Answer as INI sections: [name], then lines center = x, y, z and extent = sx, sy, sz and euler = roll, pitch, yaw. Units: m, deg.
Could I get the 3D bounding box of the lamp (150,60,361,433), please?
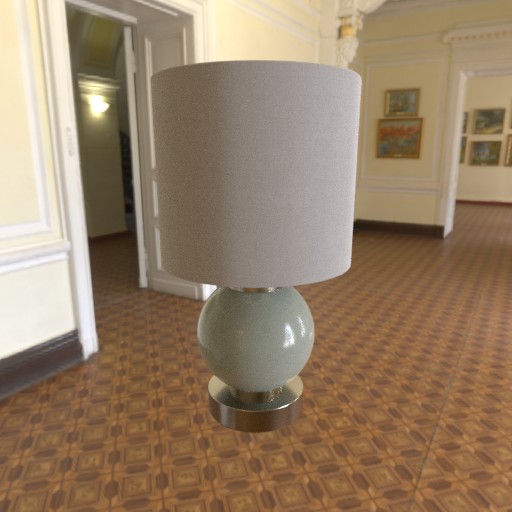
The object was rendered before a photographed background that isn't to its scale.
[lamp]
center = 0.000, 0.000, 0.473
extent = 0.201, 0.353, 0.201
euler = 13, 18, 42
